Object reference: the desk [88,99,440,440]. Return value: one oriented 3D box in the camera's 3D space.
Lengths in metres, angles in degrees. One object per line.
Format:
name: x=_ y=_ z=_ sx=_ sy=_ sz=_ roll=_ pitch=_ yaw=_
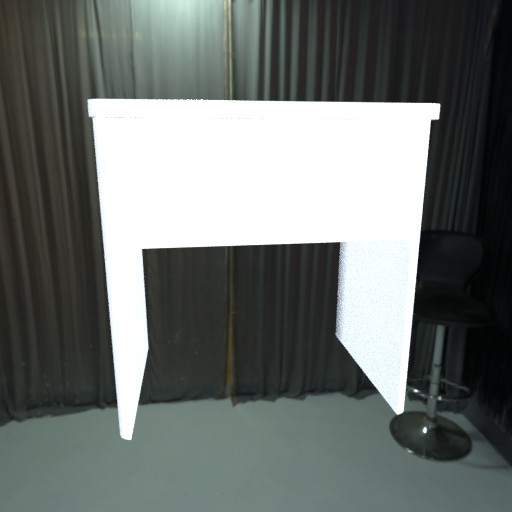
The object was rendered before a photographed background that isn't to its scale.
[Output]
desk: x=0.000 y=0.000 z=1.278 sx=0.762 sy=0.800 sz=0.549 roll=-2 pitch=15 yaw=-8
